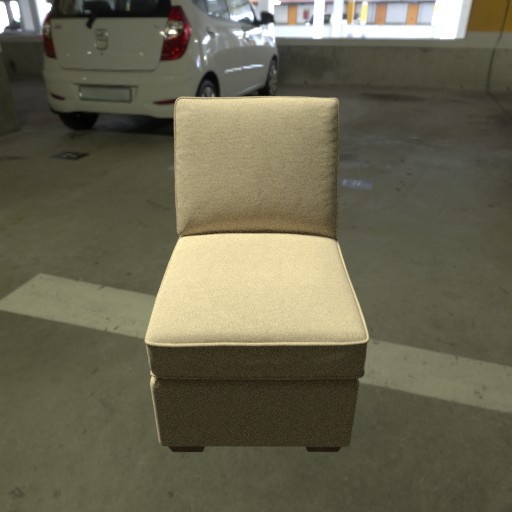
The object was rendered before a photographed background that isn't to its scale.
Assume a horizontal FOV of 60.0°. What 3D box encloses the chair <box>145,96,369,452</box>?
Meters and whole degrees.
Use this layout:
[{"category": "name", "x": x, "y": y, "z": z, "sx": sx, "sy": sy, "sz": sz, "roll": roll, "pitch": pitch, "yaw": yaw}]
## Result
[{"category": "chair", "x": 0.000, "y": 0.000, "z": 1.552, "sx": 0.621, "sy": 0.970, "sz": 0.938, "roll": 0, "pitch": 28, "yaw": 0}]
